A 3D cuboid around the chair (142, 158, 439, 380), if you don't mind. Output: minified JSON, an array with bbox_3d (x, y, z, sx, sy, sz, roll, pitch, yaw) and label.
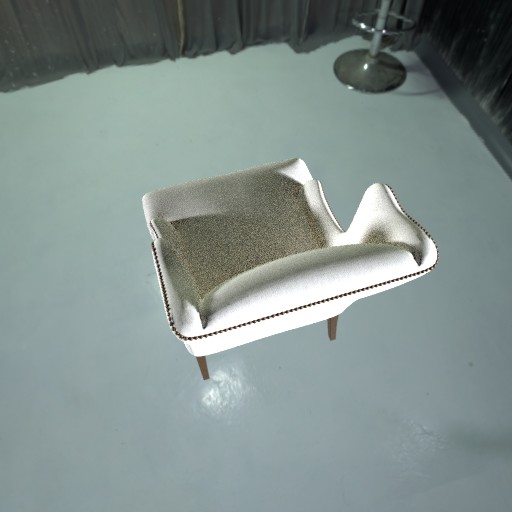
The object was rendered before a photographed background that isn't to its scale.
[{"bbox_3d":[0.000,0.000,1.674,0.737,1.029,0.940,-15,58,-10],"label":"chair"}]
